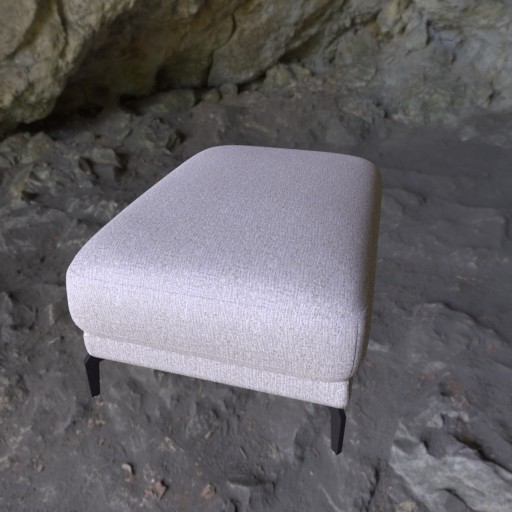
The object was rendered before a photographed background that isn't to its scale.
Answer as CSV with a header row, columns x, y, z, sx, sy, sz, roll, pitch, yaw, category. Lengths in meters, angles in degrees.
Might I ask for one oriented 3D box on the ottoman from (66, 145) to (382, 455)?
x,y,z,sx,sy,sz,roll,pitch,yaw,category
0.000,0.000,1.095,0.568,0.420,0.772,8,31,13,ottoman
